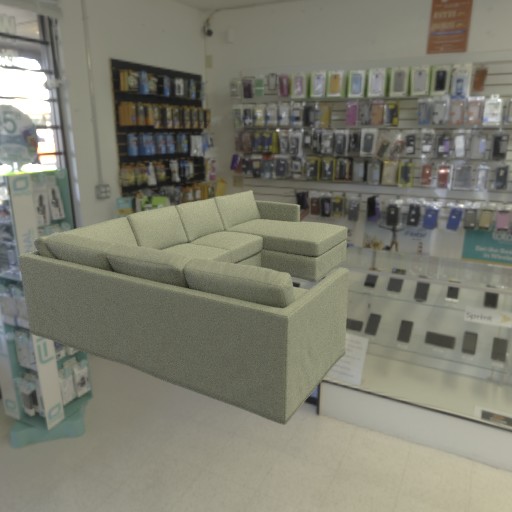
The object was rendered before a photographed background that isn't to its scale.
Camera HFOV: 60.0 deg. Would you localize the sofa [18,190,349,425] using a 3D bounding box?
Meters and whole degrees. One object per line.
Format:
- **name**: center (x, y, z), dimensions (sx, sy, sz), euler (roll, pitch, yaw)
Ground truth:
- **sofa**: center (0.000, 0.000, 4.463), dimensions (2.427, 0.882, 3.460), euler (9, 18, 29)
